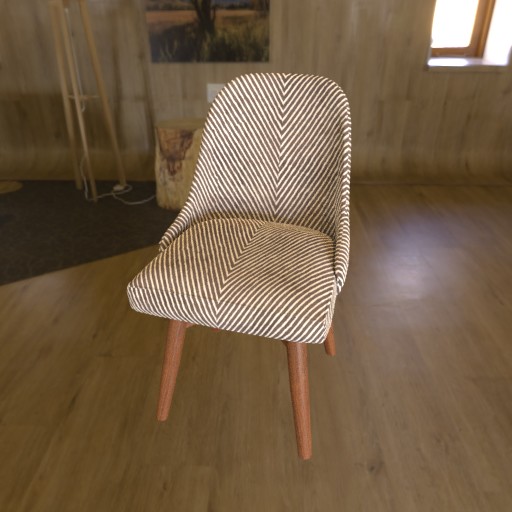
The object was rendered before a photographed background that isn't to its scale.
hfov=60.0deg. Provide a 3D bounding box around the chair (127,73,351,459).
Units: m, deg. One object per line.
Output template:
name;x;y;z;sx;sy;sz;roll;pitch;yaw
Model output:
chair;0.000;0.000;1.231;0.504;0.883;0.591;9;30;15
